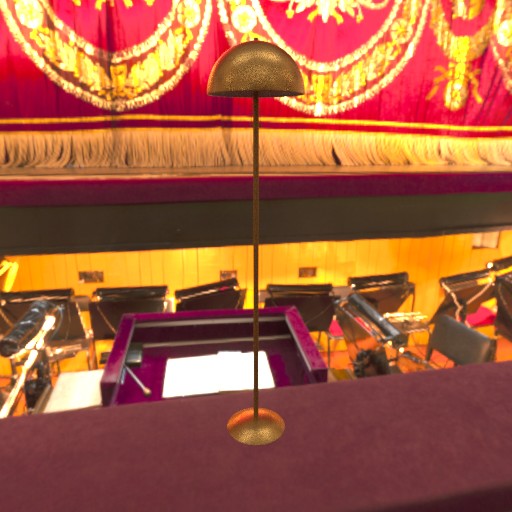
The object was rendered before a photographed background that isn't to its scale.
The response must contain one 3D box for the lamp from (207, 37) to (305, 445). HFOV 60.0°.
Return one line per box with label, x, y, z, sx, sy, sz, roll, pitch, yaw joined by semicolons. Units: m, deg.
lamp;0.000;0.000;1.651;0.328;1.480;0.328;-3;17;-10
